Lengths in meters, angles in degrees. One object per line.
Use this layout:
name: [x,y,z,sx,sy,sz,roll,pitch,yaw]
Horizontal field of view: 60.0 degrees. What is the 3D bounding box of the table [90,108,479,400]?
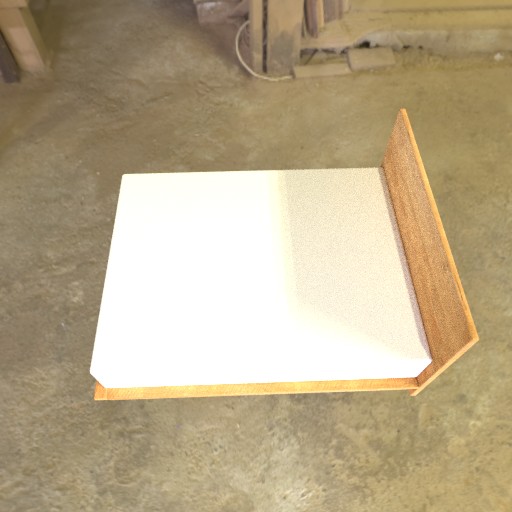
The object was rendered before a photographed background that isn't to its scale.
table: [0.000,0.000,3.062,2.149,1.041,1.707,-2,58,-1]
